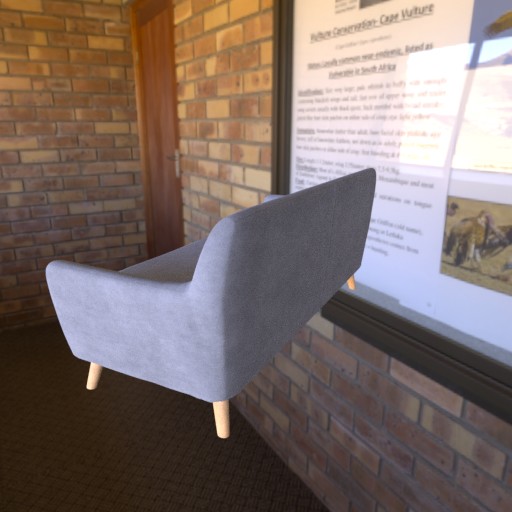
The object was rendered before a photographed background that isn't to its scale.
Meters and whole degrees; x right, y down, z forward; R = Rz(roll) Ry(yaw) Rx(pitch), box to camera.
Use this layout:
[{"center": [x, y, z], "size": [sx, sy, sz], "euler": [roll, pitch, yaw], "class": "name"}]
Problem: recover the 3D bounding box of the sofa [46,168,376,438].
[{"center": [0.000, 0.000, 2.364], "size": [0.830, 0.830, 1.970], "euler": [8, 18, 26], "class": "sofa"}]
